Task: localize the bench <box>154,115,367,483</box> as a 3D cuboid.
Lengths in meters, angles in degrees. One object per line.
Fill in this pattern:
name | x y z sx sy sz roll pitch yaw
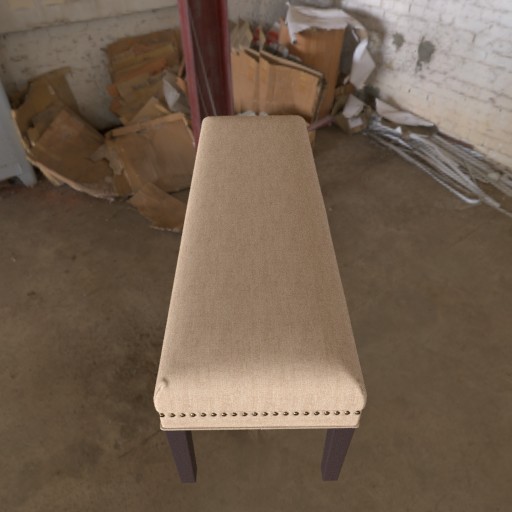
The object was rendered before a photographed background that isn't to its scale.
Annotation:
bench | 0.000 0.000 1.405 0.410 0.457 1.219 -1 41 -1
